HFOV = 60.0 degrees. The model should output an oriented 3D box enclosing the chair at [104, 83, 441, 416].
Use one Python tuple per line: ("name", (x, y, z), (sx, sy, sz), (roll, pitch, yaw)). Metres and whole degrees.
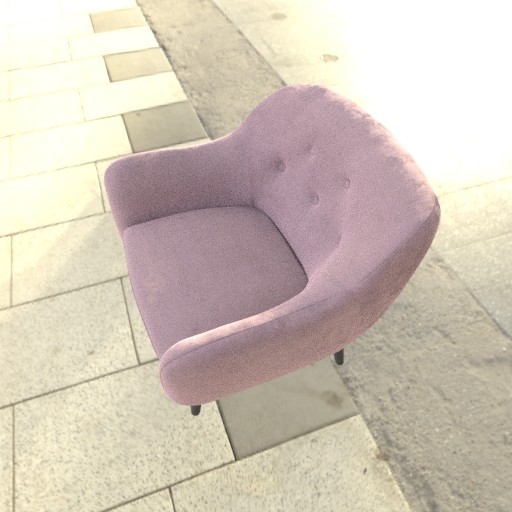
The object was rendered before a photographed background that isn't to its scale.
("chair", (0.000, 0.000, 1.474), (0.820, 0.820, 0.840), (-17, 50, -15))
